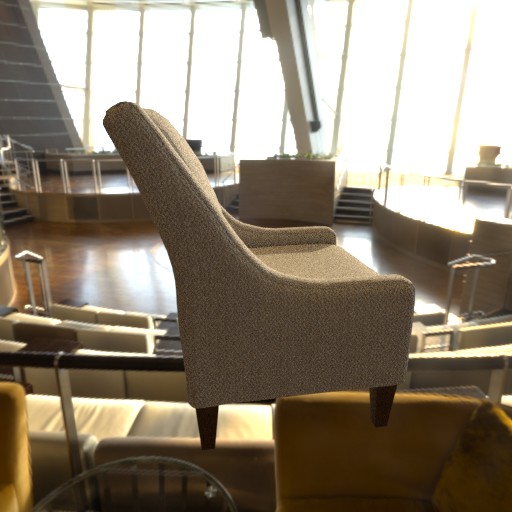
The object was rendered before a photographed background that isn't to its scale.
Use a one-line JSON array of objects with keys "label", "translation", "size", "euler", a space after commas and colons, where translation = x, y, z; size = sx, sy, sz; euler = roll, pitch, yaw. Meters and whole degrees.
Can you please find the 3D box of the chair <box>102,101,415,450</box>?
[{"label": "chair", "translation": [0.000, 0.000, 1.584], "size": [0.870, 1.014, 0.774], "euler": [-3, 17, -10]}]
